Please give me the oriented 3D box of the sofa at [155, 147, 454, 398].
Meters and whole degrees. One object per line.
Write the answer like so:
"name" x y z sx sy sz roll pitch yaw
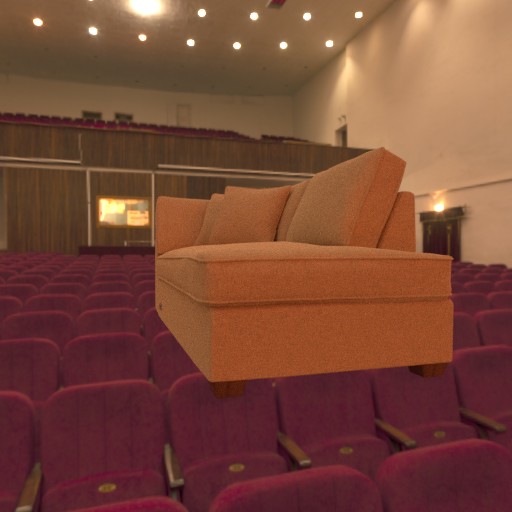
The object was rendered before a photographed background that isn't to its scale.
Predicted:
"sofa" 0.000 0.000 2.769 1.110 1.033 2.237 0 0 -18
